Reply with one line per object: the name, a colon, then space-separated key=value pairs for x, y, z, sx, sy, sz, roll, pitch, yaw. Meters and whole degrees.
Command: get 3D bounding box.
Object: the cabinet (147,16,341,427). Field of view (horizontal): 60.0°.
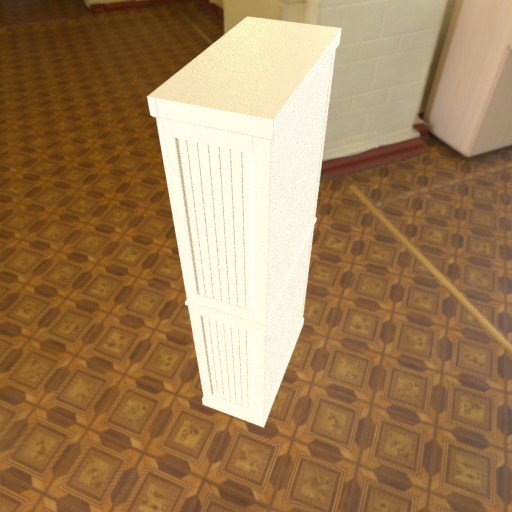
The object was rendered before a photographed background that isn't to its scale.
cabinet: x=0.000 y=0.000 z=2.092 sx=0.390 sy=1.829 sz=0.754 roll=15 pitch=47 yaw=15
